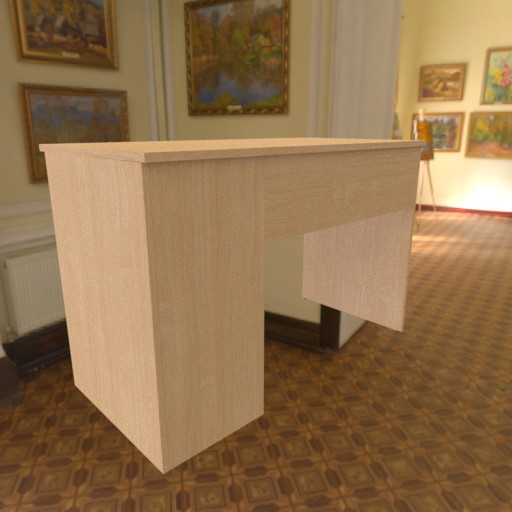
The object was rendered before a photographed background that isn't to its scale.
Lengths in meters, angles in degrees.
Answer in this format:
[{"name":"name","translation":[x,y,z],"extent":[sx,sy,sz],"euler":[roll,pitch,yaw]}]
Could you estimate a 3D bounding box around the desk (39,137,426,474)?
[{"name":"desk","translation":[0.000,0.000,1.475],"extent":[1.097,0.735,0.560],"euler":[-15,22,-41]}]
